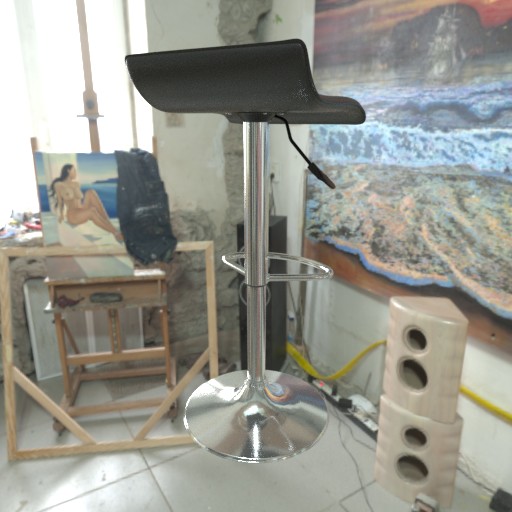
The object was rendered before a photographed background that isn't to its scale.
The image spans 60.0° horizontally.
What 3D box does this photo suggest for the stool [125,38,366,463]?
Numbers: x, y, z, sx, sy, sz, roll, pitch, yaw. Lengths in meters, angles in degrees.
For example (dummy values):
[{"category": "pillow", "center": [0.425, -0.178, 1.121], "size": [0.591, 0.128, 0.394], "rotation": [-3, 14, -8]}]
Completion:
[{"category": "stool", "center": [0.000, 0.000, 1.042], "size": [0.381, 0.851, 0.381], "rotation": [9, 19, 27]}]
